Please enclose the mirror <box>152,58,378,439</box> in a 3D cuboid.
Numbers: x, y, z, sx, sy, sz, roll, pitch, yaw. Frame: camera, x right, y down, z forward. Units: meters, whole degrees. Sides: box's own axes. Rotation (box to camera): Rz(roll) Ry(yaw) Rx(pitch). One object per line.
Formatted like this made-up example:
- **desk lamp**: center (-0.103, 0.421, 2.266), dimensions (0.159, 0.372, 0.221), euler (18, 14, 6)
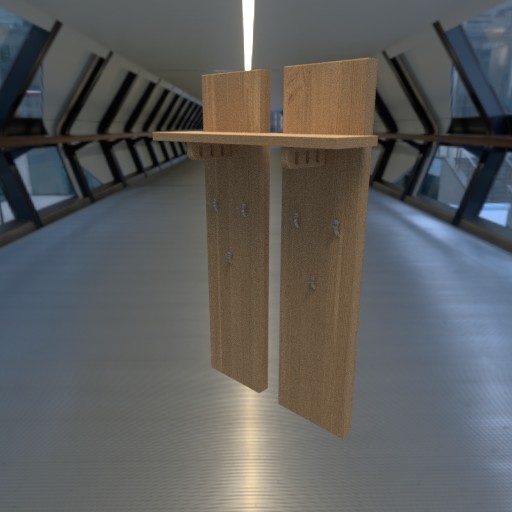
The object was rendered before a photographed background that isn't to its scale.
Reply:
- **mirror**: center (0.000, 0.000, 1.576), dimensions (0.800, 1.250, 0.260), euler (15, 23, 41)
